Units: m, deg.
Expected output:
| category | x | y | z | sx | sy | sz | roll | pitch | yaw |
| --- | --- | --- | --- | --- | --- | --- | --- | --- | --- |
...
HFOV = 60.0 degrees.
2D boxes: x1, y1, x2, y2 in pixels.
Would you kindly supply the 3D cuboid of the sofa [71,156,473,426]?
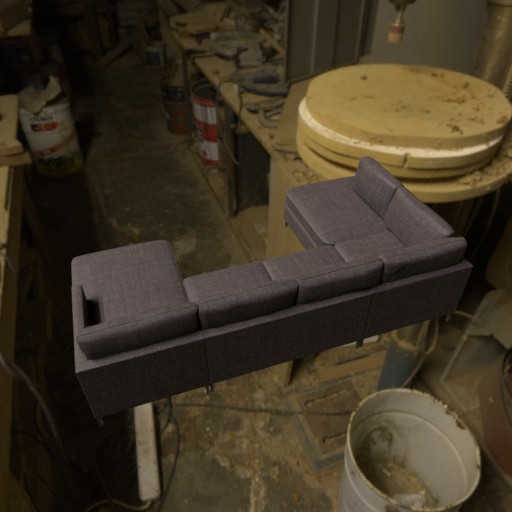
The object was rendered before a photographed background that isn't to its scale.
| category | x | y | z | sx | sy | sz | roll | pitch | yaw |
| --- | --- | --- | --- | --- | --- | --- | --- | --- | --- |
| sofa | 0.000 | 0.000 | 4.349 | 3.423 | 0.999 | 2.048 | -13 | 42 | -15 |
